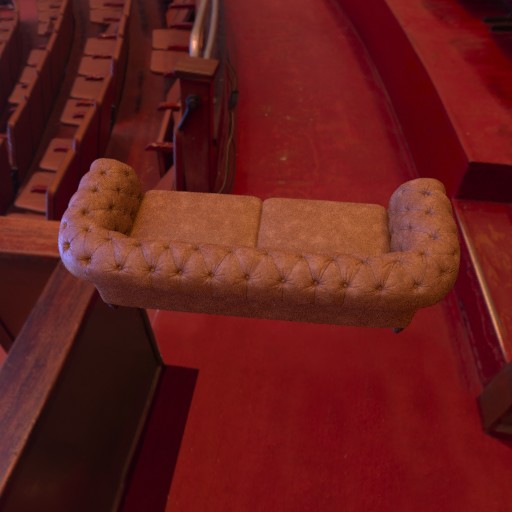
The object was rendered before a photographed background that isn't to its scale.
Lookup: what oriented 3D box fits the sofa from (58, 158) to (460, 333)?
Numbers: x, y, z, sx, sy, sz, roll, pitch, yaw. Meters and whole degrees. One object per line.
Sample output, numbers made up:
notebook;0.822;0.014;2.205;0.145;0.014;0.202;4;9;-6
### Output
sofa;0.000;0.000;2.819;2.365;0.760;0.989;4;47;4
